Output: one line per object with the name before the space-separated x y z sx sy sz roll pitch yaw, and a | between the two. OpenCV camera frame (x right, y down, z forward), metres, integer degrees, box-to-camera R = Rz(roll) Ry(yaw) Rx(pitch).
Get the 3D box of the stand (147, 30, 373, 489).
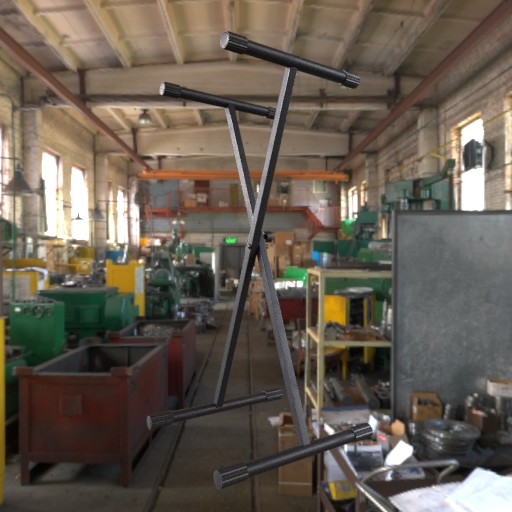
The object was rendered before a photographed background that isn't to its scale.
stand | 0.000 0.000 1.176 0.449 0.940 0.409 0 0 -35
